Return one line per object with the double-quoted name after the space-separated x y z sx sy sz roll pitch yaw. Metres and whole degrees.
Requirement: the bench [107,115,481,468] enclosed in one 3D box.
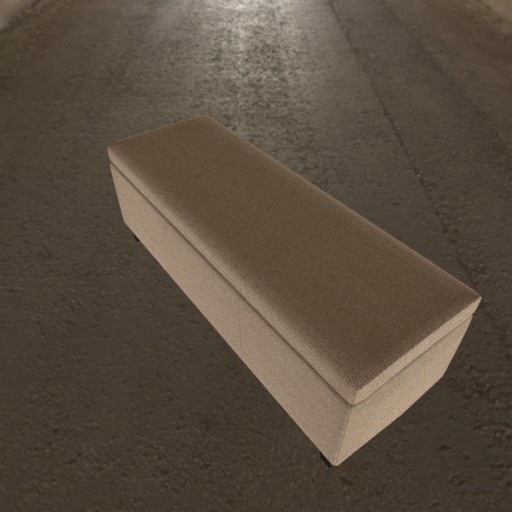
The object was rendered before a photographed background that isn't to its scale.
0.000 0.000 1.468 0.446 0.438 1.269 -27 49 -26 "bench"
